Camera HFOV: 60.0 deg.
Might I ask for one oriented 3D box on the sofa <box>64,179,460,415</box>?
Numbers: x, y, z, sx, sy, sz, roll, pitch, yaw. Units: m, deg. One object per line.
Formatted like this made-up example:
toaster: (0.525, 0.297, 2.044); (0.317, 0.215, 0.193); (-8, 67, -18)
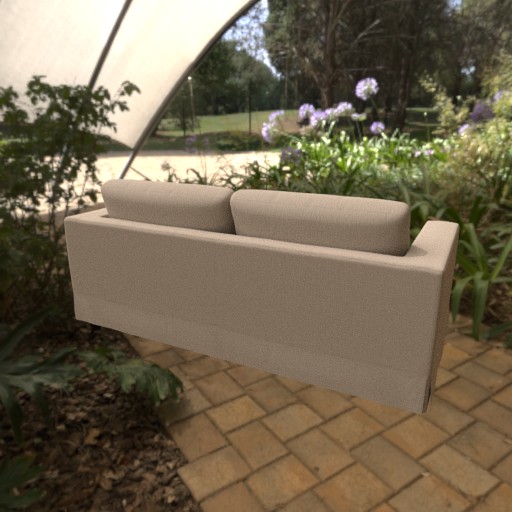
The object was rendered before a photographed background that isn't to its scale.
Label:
sofa: (0.000, 0.000, 2.652); (2.163, 0.881, 0.954); (9, 19, 26)
